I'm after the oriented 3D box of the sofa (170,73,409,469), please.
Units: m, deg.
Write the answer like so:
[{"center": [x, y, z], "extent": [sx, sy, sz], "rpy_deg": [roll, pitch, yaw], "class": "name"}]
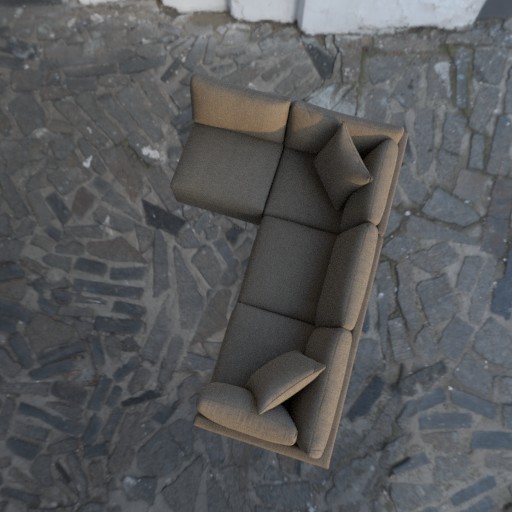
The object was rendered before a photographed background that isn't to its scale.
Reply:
[{"center": [0.000, 0.000, 3.865], "extent": [1.994, 0.978, 2.896], "rpy_deg": [16, 76, 4], "class": "sofa"}]
